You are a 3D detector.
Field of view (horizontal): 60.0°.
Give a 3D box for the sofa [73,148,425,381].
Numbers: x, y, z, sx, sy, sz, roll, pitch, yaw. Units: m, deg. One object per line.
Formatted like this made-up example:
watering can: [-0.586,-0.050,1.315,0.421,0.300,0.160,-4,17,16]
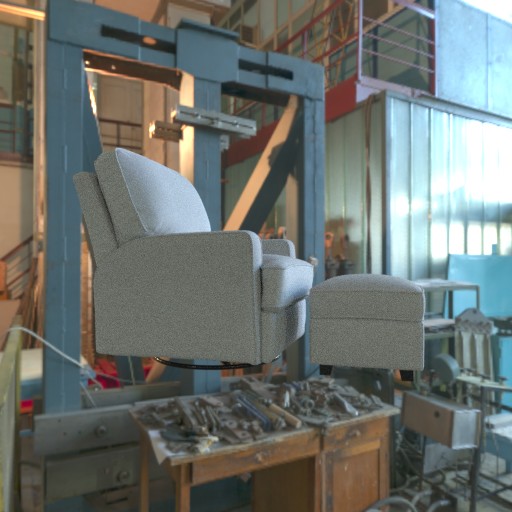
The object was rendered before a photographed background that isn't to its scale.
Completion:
sofa: [0.000,0.000,2.101,1.472,0.959,0.861,0,-1,16]
